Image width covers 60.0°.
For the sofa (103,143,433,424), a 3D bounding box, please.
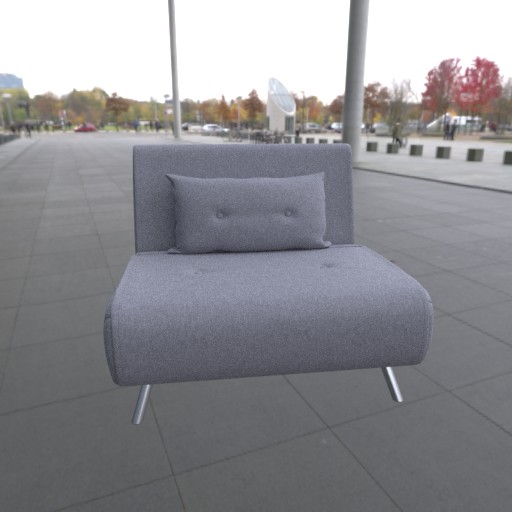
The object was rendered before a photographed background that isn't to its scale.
[{"bbox_3d":[0.000,0.000,1.754,1.020,0.825,1.000,-2,17,-7],"label":"sofa"}]
